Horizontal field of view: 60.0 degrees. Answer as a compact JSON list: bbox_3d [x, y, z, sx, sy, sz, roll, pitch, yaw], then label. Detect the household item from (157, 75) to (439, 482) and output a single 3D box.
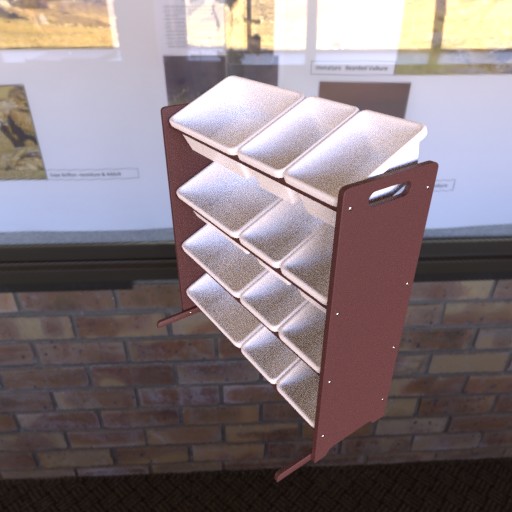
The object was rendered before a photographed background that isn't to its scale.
[{"bbox_3d":[0.000,0.000,1.286,0.389,0.864,0.787,-20,36,-29],"label":"household item"}]
